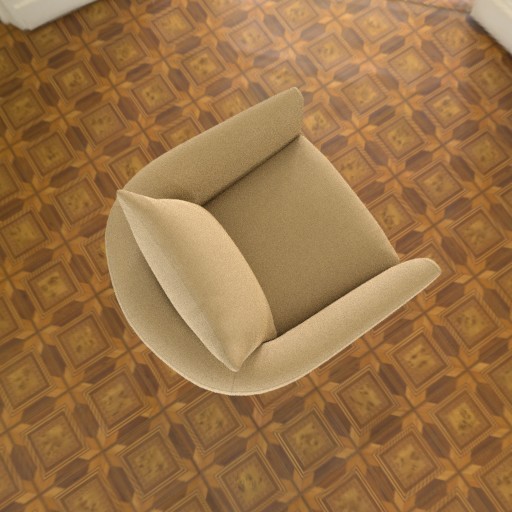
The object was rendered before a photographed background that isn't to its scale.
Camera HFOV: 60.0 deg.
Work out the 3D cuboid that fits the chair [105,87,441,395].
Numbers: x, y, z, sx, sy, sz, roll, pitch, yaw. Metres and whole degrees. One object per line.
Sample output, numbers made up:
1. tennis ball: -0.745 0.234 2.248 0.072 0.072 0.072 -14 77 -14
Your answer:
1. chair: 0.000 0.000 1.586 0.910 0.848 0.845 -34 79 -7
